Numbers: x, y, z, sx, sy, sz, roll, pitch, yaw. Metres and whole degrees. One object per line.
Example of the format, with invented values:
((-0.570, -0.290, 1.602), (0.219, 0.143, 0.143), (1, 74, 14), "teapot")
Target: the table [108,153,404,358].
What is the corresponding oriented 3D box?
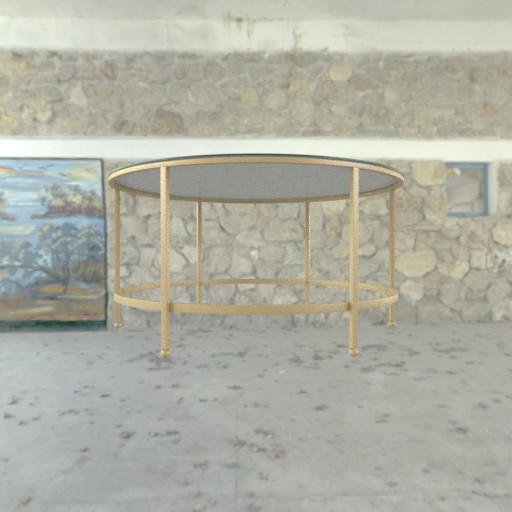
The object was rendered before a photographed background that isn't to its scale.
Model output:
((0.000, 0.000, 1.440), (0.914, 0.470, 0.914), (0, 1, 0), "table")
